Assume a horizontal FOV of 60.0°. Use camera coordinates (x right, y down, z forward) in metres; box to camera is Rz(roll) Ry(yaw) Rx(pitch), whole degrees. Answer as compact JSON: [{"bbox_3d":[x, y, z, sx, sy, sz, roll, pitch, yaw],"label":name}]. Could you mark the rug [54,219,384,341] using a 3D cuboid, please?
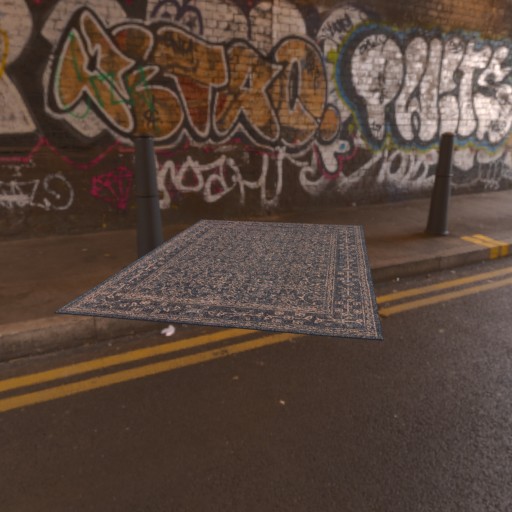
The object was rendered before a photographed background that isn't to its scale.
[{"bbox_3d":[0.000,0.000,2.416,1.200,0.005,1.819,3,16,10],"label":"rug"}]
